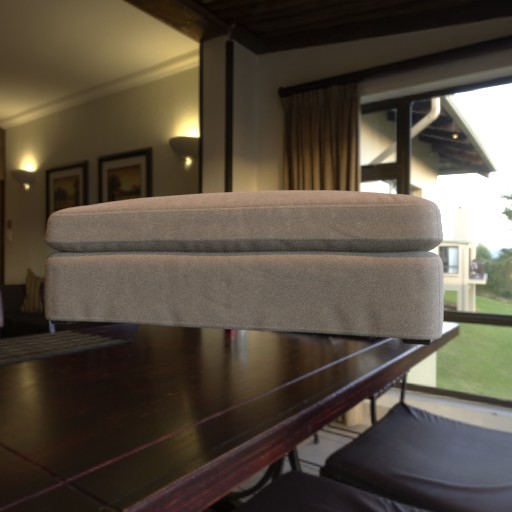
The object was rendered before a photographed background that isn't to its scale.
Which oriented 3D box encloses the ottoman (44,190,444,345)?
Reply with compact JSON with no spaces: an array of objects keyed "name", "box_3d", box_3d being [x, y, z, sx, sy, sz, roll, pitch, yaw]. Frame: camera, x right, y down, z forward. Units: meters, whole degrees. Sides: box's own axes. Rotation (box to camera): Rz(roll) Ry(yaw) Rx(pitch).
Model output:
[{"name":"ottoman","box_3d":[0.000,0.000,1.614,1.199,0.429,0.840,0,0,17]}]
